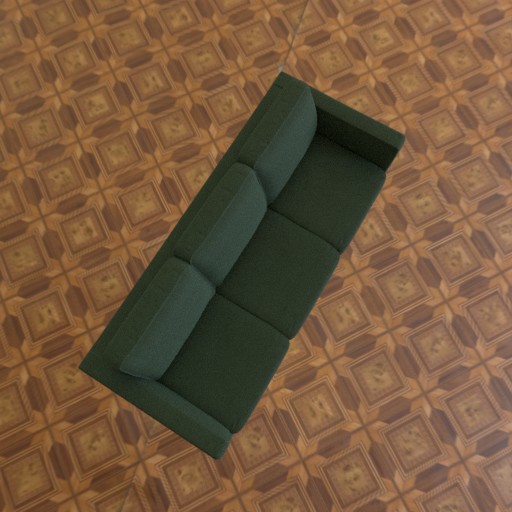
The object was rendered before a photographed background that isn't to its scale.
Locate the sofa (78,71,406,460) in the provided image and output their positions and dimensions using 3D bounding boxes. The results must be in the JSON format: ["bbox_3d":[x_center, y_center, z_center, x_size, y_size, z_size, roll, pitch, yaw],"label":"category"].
[{"bbox_3d":[0.000,0.000,2.605,0.879,0.899,2.029,31,78,7],"label":"sofa"}]
